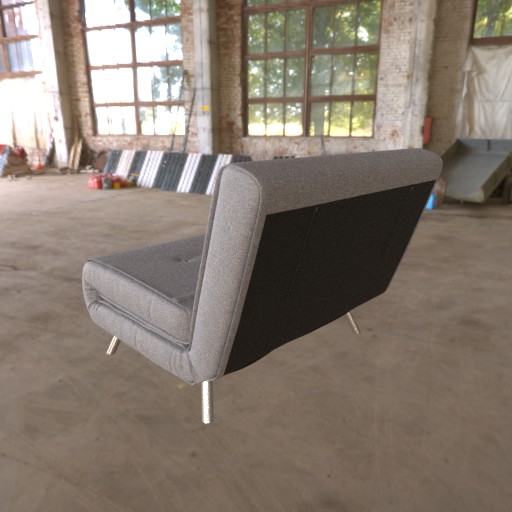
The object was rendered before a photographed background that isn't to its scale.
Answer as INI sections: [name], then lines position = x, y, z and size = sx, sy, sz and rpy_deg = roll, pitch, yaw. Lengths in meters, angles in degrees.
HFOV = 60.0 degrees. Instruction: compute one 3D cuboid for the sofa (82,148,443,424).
[sofa]
position = 0.000, 0.000, 1.753
size = 1.000, 0.825, 1.020
rpy_deg = 16, 23, 42
